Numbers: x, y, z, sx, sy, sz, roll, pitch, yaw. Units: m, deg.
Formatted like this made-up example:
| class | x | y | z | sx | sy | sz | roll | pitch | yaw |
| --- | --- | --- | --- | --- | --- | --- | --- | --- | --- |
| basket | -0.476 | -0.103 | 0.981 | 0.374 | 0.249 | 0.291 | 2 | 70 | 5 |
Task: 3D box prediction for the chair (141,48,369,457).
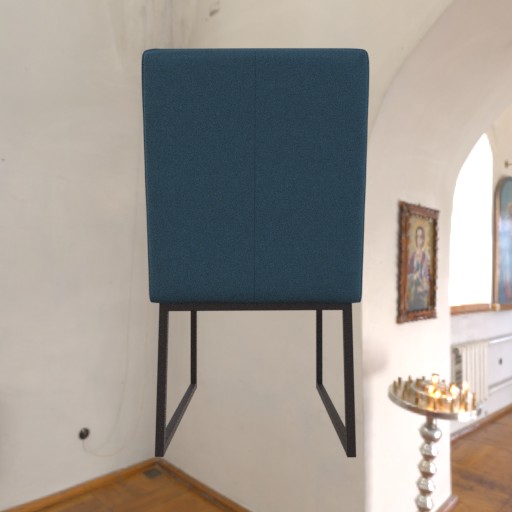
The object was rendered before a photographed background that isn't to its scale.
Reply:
| class | x | y | z | sx | sy | sz | roll | pitch | yaw |
| --- | --- | --- | --- | --- | --- | --- | --- | --- | --- |
| chair | 0.000 | 0.000 | 1.278 | 0.520 | 0.930 | 0.634 | 0 | -1 | 0 |
